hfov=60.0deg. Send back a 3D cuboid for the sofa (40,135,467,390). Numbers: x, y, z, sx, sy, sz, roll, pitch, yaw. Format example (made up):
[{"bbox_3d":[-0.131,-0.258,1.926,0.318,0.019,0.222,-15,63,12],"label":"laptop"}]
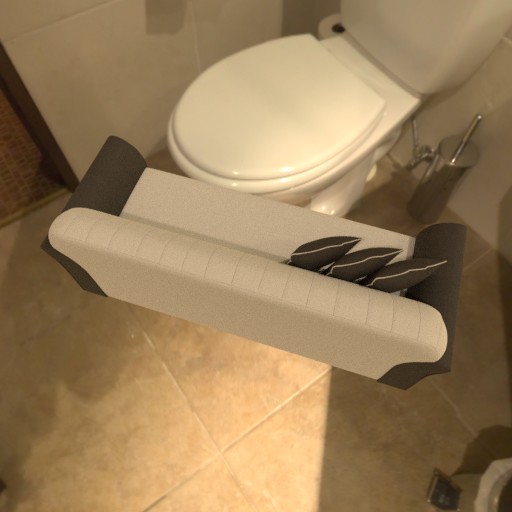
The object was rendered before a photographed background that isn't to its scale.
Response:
[{"bbox_3d":[0.000,0.000,2.379,2.001,0.787,0.755,16,63,8],"label":"sofa"}]
